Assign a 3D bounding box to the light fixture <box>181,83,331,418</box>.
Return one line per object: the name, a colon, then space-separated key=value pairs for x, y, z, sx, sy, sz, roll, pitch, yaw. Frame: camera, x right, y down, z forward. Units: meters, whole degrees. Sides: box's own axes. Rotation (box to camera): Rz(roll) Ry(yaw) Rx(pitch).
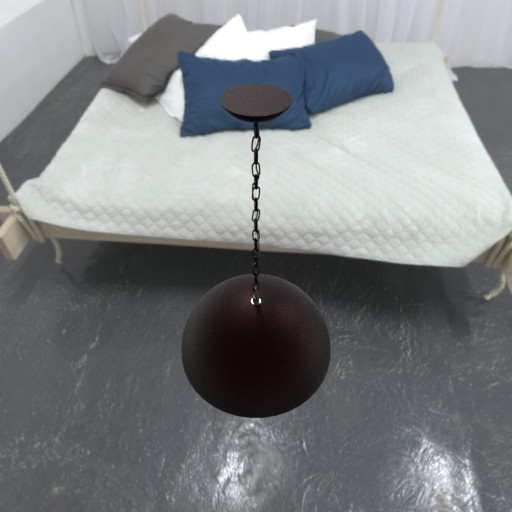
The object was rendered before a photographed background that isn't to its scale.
light fixture: x=0.000 y=0.000 z=1.171 sx=0.492 sy=0.869 sz=0.492 roll=-10 pitch=46 yaw=-10
